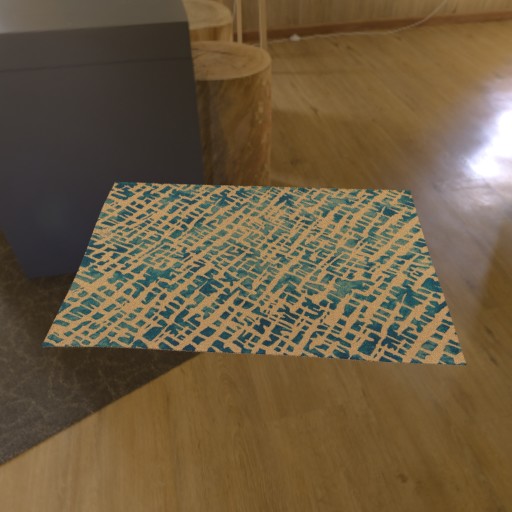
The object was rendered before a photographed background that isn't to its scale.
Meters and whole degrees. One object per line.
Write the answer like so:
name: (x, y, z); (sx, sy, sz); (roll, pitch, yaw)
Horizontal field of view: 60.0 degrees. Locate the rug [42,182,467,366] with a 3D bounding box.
rug: (0.000, 0.000, 2.317); (1.830, 0.011, 1.209); (2, 45, 2)
